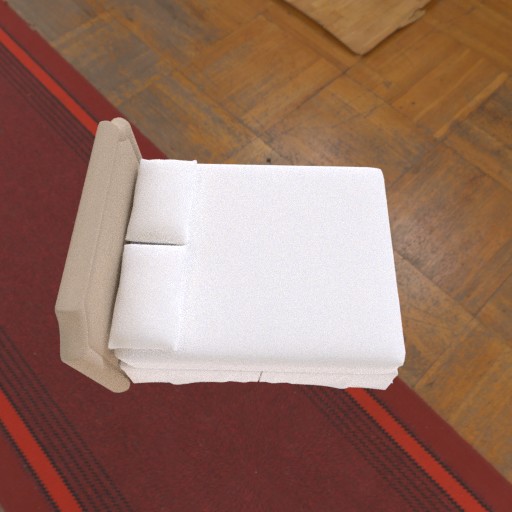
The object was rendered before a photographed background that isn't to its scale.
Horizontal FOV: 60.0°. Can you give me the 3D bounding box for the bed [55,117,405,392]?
[{"bbox_3d":[0.000,0.000,3.284,2.204,1.301,1.828,1,64,1],"label":"bed"}]
